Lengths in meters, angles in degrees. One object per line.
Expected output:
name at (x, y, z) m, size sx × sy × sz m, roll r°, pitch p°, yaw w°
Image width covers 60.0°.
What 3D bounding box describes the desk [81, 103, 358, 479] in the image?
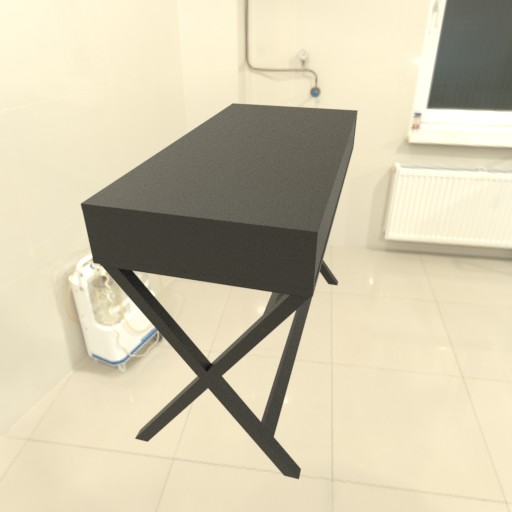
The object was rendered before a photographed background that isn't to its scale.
desk at (0.000, 0.000, 1.521) m, size 0.525 × 0.780 × 1.057 m, roll 8°, pitch 31°, yaw 13°
